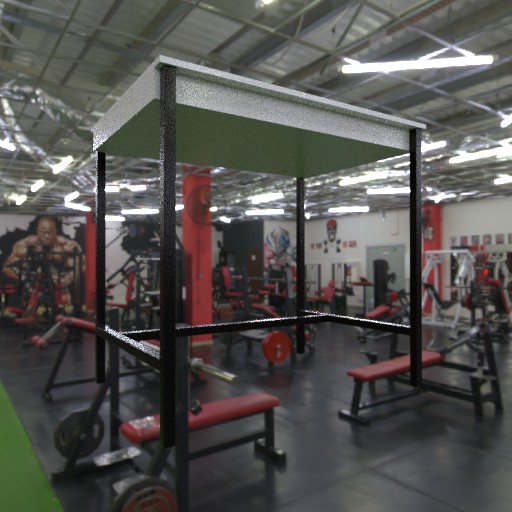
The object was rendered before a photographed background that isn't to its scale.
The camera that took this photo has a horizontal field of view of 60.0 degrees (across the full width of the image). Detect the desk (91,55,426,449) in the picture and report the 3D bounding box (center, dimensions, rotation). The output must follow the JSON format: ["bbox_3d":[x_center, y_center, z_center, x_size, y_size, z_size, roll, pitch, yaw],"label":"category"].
[{"bbox_3d":[0.000,0.000,1.310,0.811,0.766,0.573,0,-1,-33],"label":"desk"}]
